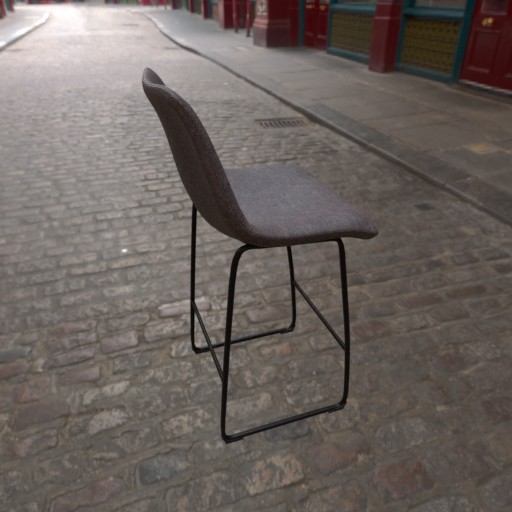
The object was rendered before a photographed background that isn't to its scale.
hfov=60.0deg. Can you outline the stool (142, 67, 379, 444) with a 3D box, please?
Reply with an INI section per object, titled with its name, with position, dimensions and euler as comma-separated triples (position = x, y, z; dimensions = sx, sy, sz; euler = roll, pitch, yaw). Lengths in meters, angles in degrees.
[stool]
position = 0.000, 0.000, 1.389
dimensions = 0.561, 1.082, 0.514
euler = -10, 32, -17
